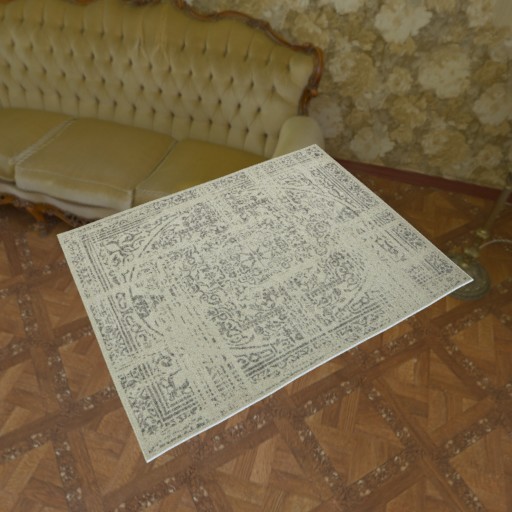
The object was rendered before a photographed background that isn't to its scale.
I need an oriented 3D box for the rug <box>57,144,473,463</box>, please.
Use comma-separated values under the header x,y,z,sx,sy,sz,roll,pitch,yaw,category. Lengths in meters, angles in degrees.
x,y,z,sx,sy,sz,roll,pitch,yaw,category
0.000,0.000,3.901,2.921,0.032,2.311,-23,52,-20,rug
